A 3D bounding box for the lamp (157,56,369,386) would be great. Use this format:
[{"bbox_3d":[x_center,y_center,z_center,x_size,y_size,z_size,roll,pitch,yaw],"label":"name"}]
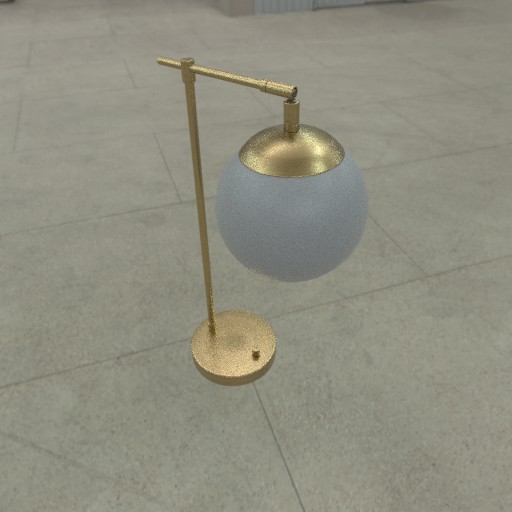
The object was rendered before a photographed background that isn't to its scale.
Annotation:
[{"bbox_3d":[0.000,0.000,0.706,0.324,0.559,0.207,25,46,27],"label":"lamp"}]
